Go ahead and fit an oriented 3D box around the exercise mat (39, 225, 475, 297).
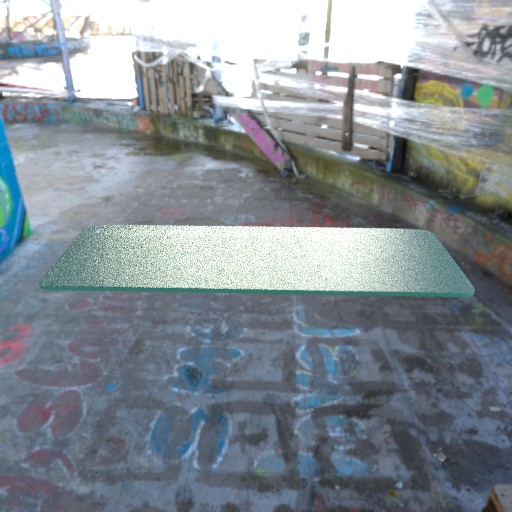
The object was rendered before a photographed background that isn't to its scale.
[{"bbox_3d":[0.000,0.000,2.130,1.869,0.021,0.616,1,29,2],"label":"exercise mat"}]
